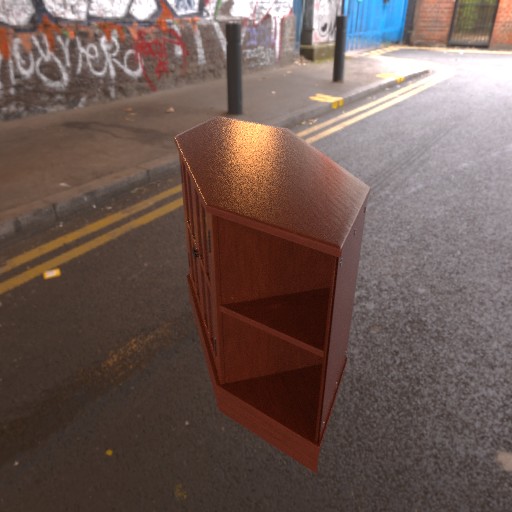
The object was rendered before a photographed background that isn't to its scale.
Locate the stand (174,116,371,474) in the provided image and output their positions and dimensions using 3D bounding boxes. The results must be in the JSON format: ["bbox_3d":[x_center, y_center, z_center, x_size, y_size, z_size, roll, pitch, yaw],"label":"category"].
[{"bbox_3d":[0.000,0.000,1.351,0.381,0.614,1.072,-8,31,-14],"label":"stand"}]
